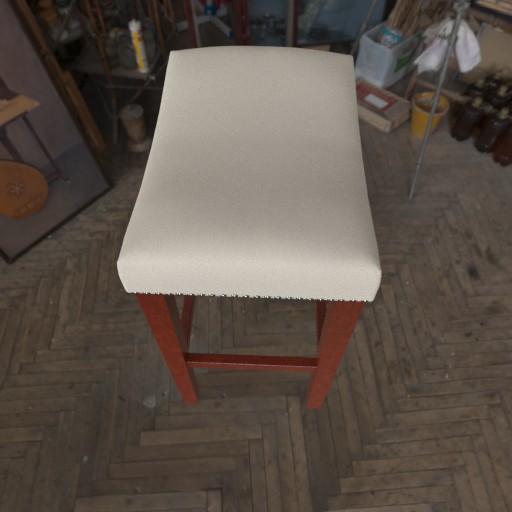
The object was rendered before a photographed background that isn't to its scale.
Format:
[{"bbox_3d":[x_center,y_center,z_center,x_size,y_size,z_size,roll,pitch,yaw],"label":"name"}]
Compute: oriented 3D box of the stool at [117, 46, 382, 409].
[{"bbox_3d":[0.000,0.000,1.009,0.372,0.742,0.504,2,57,1],"label":"stool"}]
